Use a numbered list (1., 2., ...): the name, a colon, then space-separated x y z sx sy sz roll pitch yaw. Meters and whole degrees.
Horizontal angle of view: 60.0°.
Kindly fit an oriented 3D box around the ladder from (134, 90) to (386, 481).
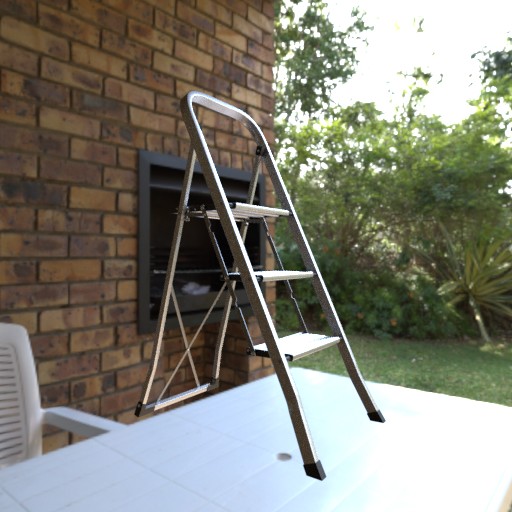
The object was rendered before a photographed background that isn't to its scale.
1. ladder: 0.000 0.000 1.444 0.704 1.070 0.465 0 0 35
